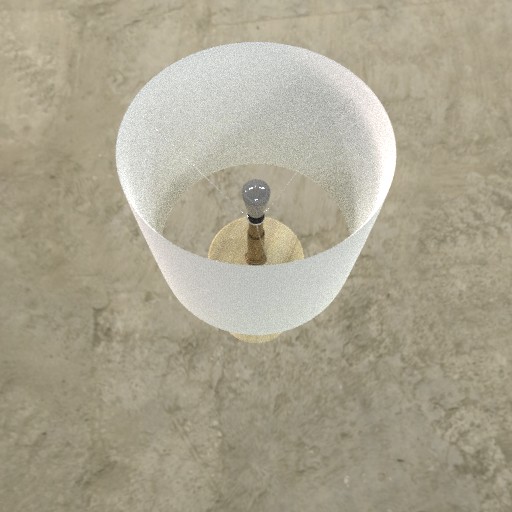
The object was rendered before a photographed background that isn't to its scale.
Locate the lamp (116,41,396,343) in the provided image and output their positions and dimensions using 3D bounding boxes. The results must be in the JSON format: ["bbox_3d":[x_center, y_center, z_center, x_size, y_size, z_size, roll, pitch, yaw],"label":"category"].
[{"bbox_3d":[0.000,0.000,0.560,0.228,0.444,0.228,21,67,10],"label":"lamp"}]
